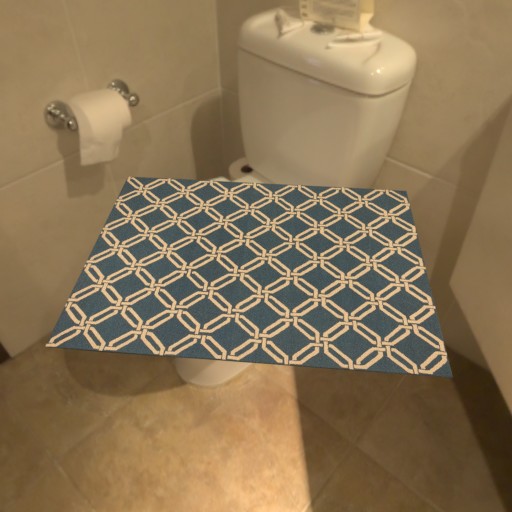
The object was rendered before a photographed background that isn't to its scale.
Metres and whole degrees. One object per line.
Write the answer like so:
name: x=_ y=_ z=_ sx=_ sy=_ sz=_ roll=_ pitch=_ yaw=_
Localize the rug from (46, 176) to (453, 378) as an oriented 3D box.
rug: x=0.000 y=0.000 z=4.463 sx=3.342 sy=0.018 sz=2.432 roll=3 pitch=46 yaw=3
